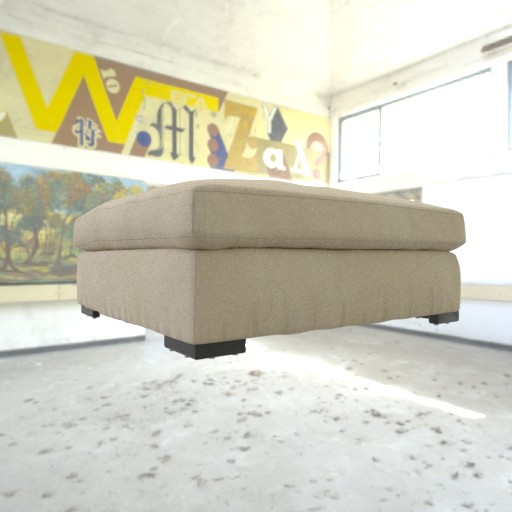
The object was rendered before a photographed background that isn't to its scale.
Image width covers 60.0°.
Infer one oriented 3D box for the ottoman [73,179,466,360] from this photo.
[{"bbox_3d":[0.000,0.000,1.853,1.205,0.522,1.190,0,0,-35],"label":"ottoman"}]
